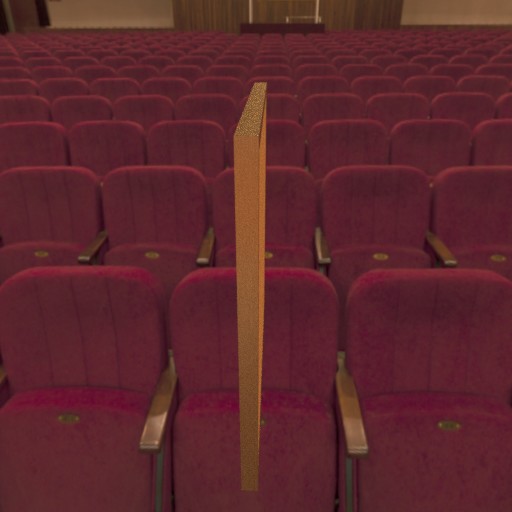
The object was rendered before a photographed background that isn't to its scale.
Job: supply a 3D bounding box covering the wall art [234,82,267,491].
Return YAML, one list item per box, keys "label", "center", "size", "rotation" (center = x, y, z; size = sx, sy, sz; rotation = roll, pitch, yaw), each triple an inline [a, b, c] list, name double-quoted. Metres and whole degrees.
- label: "wall art"
  center: [0.000, 0.000, 1.142]
  size: [0.036, 0.765, 0.767]
  rotation: [1, 27, 2]
